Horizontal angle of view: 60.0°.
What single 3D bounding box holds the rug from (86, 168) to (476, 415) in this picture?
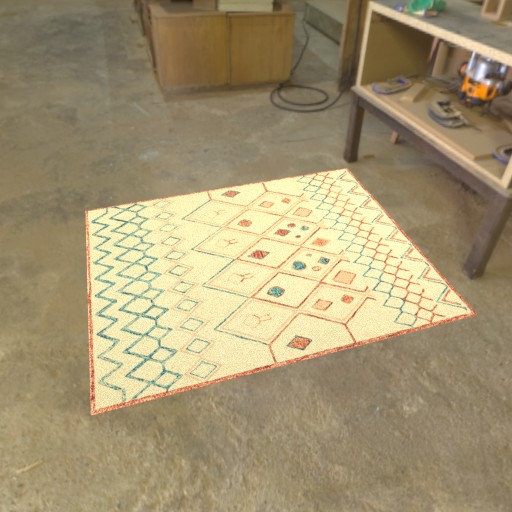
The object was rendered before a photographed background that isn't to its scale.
[{"bbox_3d":[0.000,0.000,4.176,3.050,0.016,2.441,-11,43,-13],"label":"rug"}]
